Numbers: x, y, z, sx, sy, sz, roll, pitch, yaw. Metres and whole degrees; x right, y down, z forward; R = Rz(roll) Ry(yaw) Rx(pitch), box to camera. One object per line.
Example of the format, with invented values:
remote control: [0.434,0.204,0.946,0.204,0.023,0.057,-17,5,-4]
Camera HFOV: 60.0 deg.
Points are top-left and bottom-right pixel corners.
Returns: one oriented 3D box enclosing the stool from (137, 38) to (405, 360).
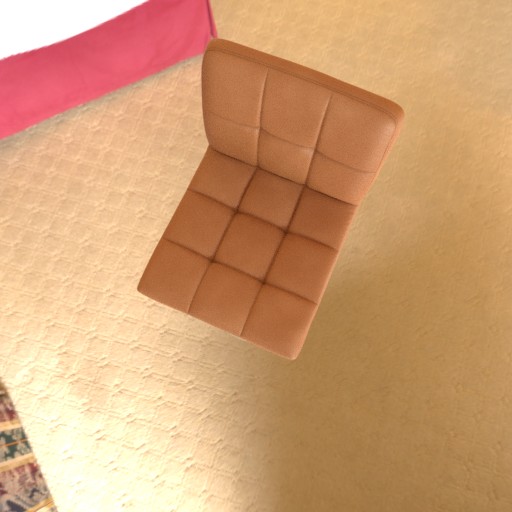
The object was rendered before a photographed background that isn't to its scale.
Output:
stool: [0.000,0.000,1.319,0.430,1.115,0.505,23,76,6]
